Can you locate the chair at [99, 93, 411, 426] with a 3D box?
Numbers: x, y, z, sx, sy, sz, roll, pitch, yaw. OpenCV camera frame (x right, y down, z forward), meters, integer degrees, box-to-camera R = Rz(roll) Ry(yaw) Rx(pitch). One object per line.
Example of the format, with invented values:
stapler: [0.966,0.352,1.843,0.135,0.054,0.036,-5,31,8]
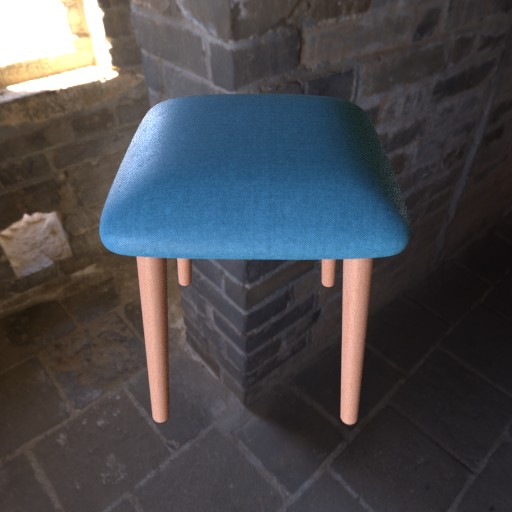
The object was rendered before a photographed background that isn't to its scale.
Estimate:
chair: [0.000,0.000,0.715,0.360,0.450,0.360,0,42,0]
